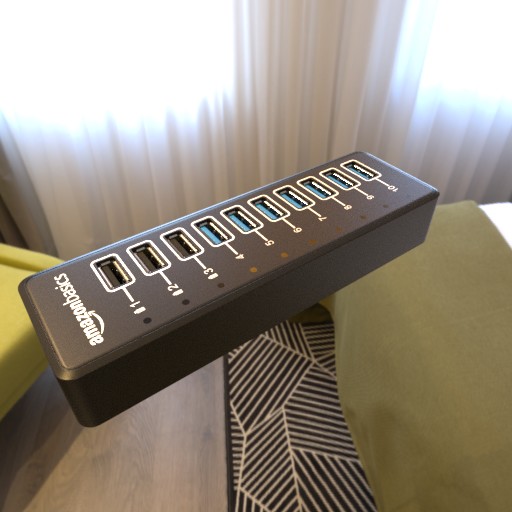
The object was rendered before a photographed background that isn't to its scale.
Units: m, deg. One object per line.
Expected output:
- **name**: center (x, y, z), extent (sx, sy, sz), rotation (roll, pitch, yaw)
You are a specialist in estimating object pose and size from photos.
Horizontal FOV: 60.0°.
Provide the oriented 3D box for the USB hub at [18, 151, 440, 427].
- **USB hub**: center (0.000, 0.000, 0.157), extent (0.145, 0.023, 0.044), rotation (-25, 46, -26)
